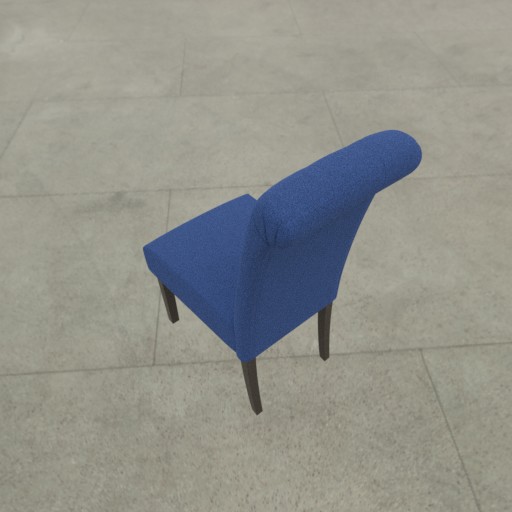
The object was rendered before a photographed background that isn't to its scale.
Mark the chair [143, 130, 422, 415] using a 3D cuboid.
[{"bbox_3d":[0.000,0.000,1.375,0.456,1.006,0.671,-31,54,-26],"label":"chair"}]
